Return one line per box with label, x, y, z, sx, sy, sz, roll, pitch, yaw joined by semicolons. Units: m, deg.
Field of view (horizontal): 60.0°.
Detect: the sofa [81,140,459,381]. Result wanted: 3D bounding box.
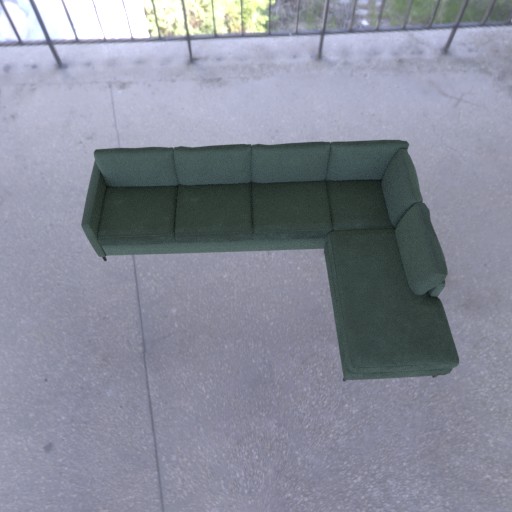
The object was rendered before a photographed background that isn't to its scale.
sofa;0.000;0.000;3.160;2.486;0.687;1.707;-2;58;-1
